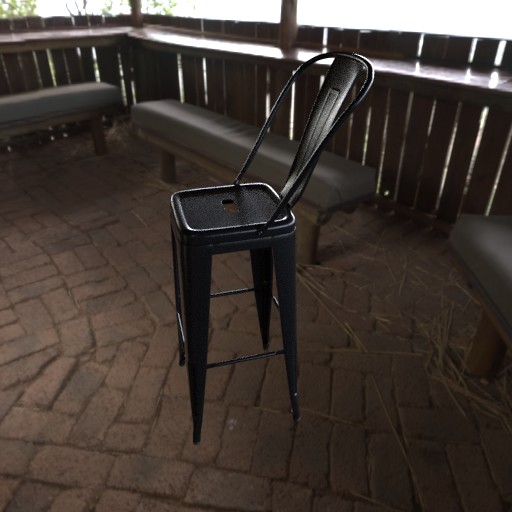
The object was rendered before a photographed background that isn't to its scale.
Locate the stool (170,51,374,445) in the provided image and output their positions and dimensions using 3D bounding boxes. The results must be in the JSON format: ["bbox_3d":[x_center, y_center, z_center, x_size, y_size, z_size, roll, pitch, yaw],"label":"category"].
[{"bbox_3d":[0.000,0.000,1.326,0.513,1.096,0.399,-8,32,-13],"label":"stool"}]
